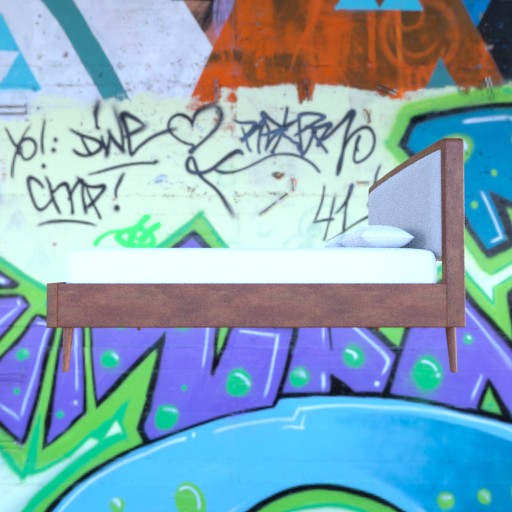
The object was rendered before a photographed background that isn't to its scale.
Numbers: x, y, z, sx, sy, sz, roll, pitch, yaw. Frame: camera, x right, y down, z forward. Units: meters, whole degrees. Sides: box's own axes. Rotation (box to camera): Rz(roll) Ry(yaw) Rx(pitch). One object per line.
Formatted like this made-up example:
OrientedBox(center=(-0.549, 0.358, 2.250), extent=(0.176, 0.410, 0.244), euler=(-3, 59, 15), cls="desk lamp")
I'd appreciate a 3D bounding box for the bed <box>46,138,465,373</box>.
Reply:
OrientedBox(center=(0.000, 0.000, 3.121), extent=(2.196, 1.275, 1.587), euler=(0, -1, 0), cls="bed")
